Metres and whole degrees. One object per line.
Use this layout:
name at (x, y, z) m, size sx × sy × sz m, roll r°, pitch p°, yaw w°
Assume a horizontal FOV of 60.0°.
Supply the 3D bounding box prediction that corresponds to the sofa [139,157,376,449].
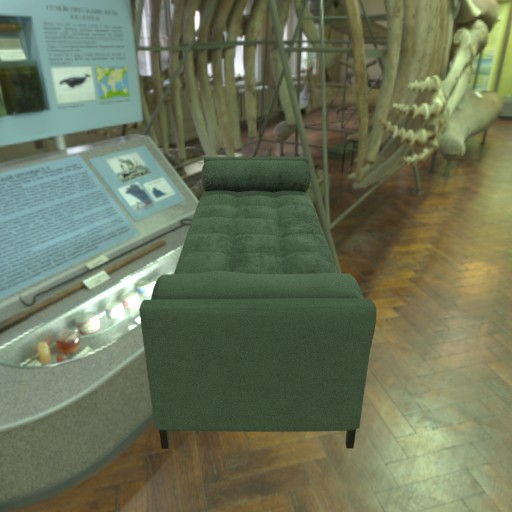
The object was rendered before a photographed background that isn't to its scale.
sofa at (0.000, 0.000, 2.501) m, size 0.817 × 0.681 × 2.130 m, roll 0°, pitch 26°, yaw 0°
